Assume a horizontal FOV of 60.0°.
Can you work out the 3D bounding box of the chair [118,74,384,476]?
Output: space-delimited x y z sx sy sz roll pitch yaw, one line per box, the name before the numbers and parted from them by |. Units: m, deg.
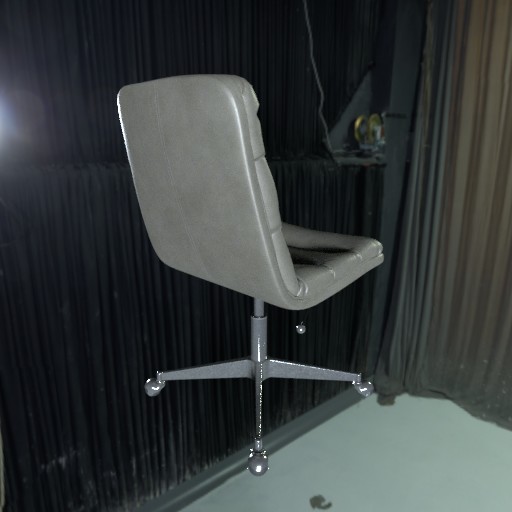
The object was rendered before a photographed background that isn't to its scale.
chair | 0.000 0.000 1.018 0.422 0.738 0.485 15 22 43
